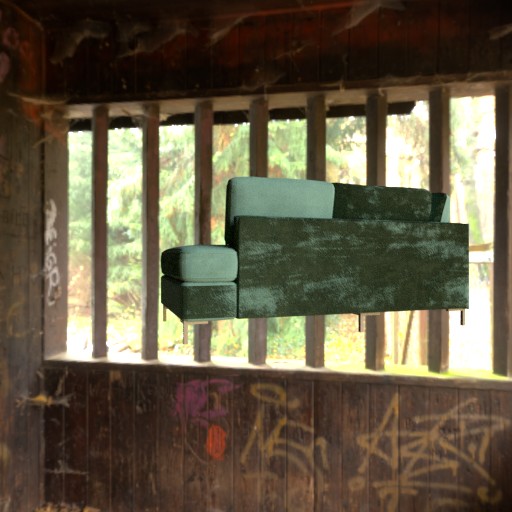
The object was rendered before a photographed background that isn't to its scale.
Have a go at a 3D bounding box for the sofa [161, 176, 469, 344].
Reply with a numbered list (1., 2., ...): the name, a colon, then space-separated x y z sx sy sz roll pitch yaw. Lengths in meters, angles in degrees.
1. sofa: 0.000 0.000 4.402 2.055 0.992 3.434 0 0 -19
